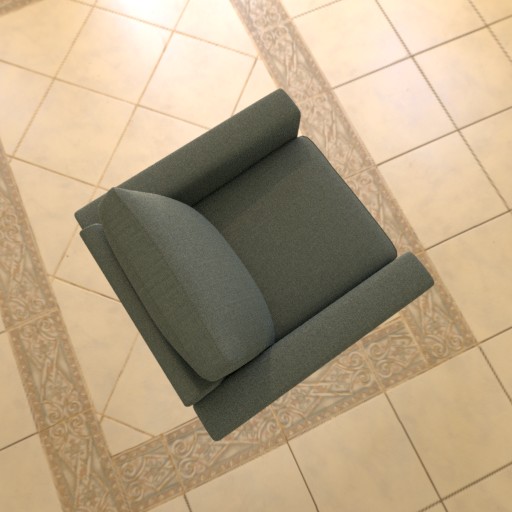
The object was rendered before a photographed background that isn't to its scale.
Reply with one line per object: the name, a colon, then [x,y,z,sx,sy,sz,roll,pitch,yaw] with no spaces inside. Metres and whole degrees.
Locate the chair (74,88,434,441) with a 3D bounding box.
chair: [0.000,0.000,1.882,1.038,1.010,1.024,-34,79,-8]
